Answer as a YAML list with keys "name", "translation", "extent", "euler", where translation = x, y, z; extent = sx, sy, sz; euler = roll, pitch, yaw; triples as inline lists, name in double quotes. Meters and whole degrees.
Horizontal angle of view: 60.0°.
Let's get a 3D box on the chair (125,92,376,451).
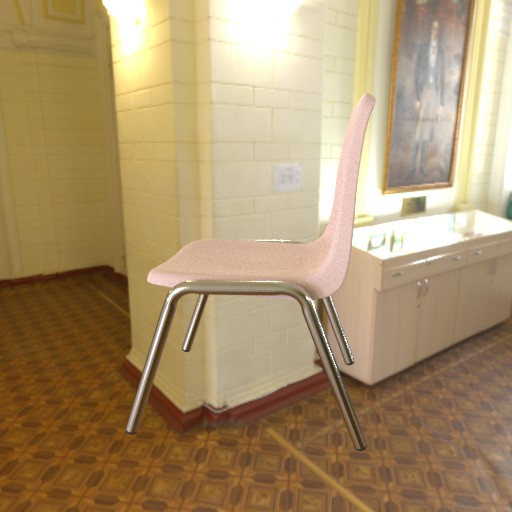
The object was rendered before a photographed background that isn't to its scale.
- name: "chair"
  translation: [0.000, 0.000, 0.858]
  extent: [0.423, 0.586, 0.354]
  euler: [2, 14, 8]
